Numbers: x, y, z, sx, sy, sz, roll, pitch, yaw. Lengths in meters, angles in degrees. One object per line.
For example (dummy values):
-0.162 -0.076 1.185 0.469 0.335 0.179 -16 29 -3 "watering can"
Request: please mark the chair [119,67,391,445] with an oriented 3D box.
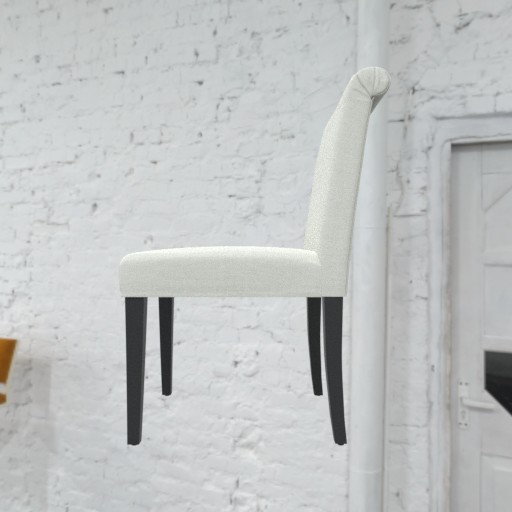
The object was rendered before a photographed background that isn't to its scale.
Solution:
0.000 0.000 1.359 0.708 0.976 0.452 0 -1 0 "chair"
